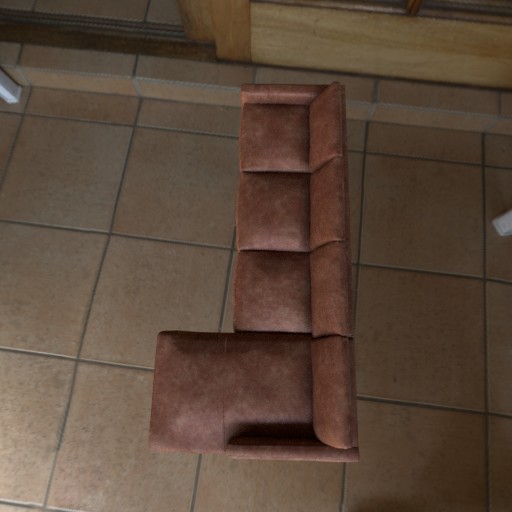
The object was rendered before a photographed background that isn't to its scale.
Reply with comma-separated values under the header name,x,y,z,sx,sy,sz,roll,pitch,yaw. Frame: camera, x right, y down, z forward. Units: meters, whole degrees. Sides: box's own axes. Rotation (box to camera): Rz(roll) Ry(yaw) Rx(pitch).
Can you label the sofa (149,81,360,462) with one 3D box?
name,x,y,z,sx,sy,sz,roll,pitch,yaw
sofa,0.000,0.000,3.601,1.471,0.859,2.993,1,74,0
